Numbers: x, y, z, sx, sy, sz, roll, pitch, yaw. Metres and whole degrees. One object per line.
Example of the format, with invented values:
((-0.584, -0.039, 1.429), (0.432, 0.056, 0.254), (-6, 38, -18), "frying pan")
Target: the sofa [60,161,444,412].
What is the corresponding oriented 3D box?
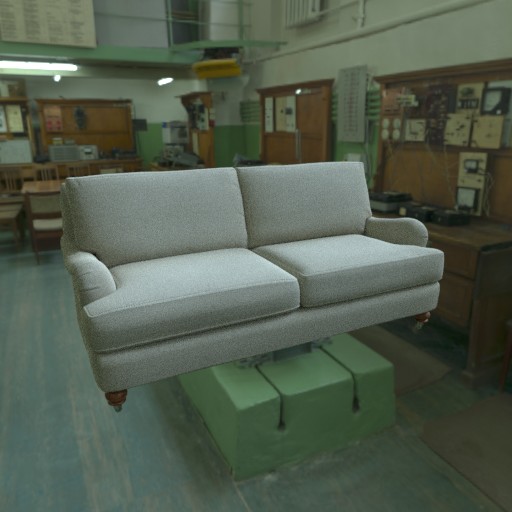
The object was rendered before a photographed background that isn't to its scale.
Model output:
((0.000, 0.000, 2.623), (2.070, 0.997, 1.091), (-8, 19, -26), "sofa")
